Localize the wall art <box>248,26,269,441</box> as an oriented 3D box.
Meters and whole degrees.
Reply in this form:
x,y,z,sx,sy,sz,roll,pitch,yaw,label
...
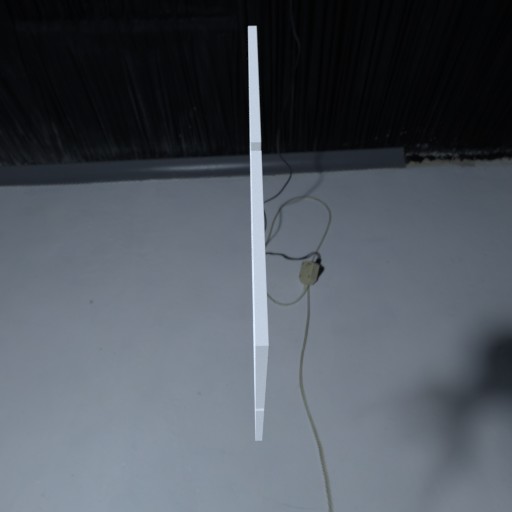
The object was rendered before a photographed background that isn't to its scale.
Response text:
x,y,z,sx,sy,sz,roll,pitch,yaw,label
0.000,0.000,1.666,0.029,1.118,1.118,-1,58,-1,wall art
